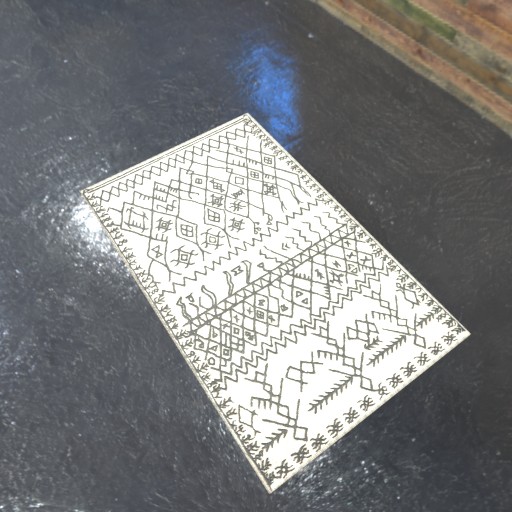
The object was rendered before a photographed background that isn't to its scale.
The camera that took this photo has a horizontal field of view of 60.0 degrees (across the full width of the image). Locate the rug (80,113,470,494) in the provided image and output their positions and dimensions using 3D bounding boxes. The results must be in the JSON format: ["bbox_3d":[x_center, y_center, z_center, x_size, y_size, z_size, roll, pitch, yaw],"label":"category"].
[{"bbox_3d":[0.000,0.000,3.030,1.526,0.012,2.444,-31,63,-18],"label":"rug"}]
